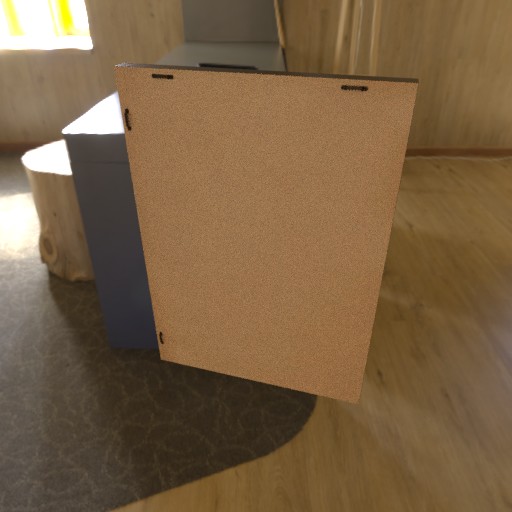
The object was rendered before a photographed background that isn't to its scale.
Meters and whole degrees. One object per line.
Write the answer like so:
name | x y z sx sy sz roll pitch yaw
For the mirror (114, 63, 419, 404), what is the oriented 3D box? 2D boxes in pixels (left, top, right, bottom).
mirror | 0.000 0.000 0.913 0.507 0.710 0.039 9 34 14
